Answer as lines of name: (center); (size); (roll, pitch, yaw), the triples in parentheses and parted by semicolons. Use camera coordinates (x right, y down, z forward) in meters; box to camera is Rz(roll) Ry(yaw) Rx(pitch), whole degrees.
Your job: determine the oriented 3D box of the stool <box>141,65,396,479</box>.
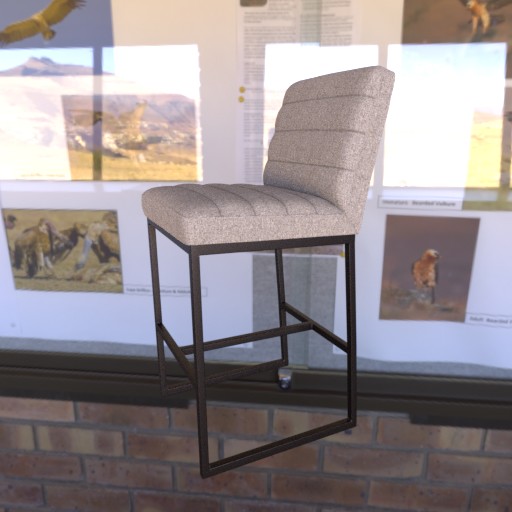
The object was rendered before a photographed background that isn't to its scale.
stool: (0.000, 0.000, 1.312); (0.571, 1.034, 0.459); (-7, 17, -25)
